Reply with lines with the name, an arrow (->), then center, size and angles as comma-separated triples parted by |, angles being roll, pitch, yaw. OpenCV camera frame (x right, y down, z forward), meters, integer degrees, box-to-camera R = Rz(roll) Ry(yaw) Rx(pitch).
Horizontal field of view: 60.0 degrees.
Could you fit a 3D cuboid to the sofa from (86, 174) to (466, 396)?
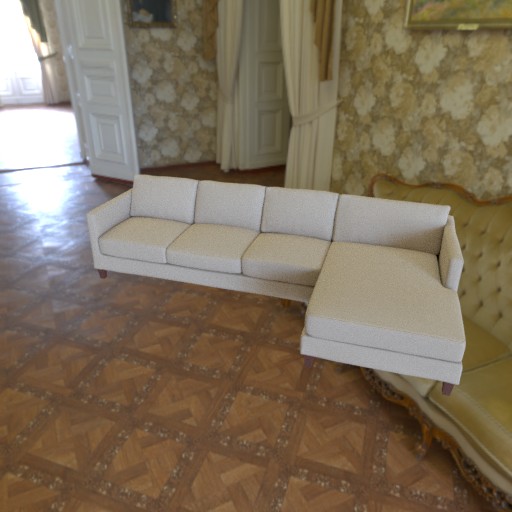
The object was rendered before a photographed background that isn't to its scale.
sofa -> 0.000, 0.000, 3.775 | 3.186, 0.861, 1.625 | 8, 27, 16
